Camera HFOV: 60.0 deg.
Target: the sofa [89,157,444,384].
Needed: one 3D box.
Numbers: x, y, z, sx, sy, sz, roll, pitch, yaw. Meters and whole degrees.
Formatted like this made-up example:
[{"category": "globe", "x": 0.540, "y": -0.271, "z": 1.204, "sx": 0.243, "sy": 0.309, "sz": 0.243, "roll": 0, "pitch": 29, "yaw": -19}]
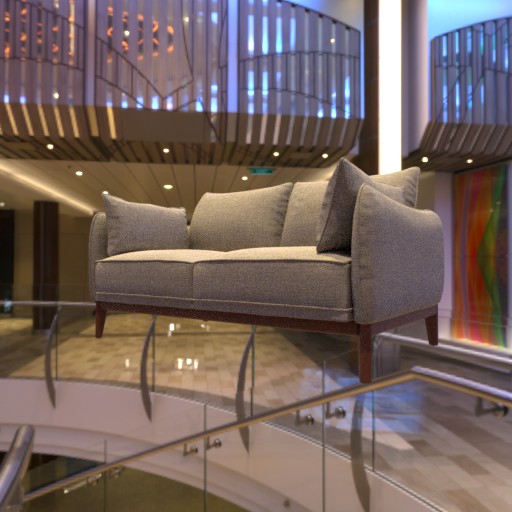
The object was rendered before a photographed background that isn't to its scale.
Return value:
[{"category": "sofa", "x": 0.000, "y": 0.000, "z": 2.190, "sx": 1.580, "sy": 0.851, "sz": 0.972, "roll": -1, "pitch": -1, "yaw": 36}]
